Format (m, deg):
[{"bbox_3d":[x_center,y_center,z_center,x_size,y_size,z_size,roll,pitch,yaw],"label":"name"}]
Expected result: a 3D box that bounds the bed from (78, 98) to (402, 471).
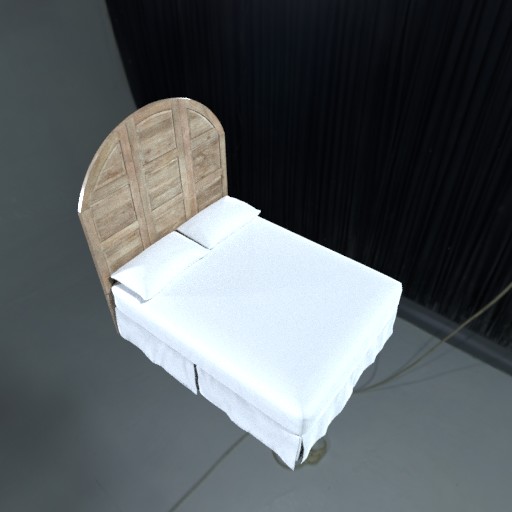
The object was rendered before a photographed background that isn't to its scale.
[{"bbox_3d":[0.000,0.000,3.588,2.112,2.002,1.713,27,48,27],"label":"bed"}]
